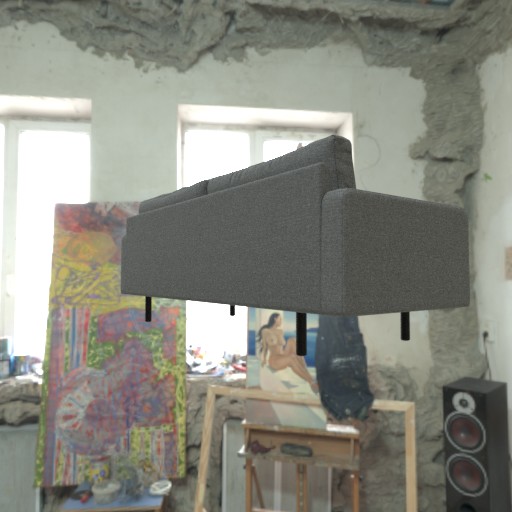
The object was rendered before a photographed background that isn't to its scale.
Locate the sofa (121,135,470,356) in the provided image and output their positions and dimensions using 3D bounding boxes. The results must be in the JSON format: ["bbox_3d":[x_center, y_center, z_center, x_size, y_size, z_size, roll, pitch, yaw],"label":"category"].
[{"bbox_3d":[0.000,0.000,2.659,0.880,0.880,2.200,2,-3,-36],"label":"sofa"}]
